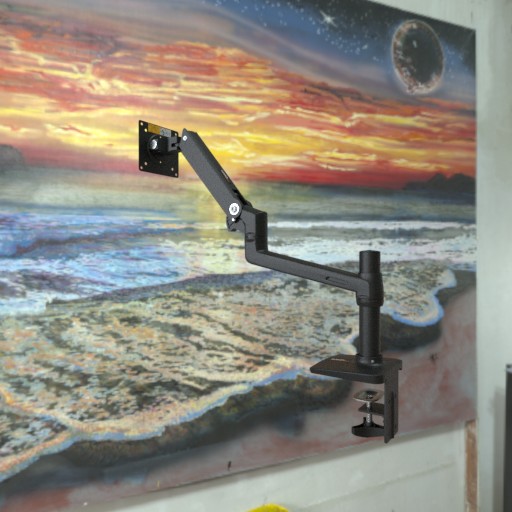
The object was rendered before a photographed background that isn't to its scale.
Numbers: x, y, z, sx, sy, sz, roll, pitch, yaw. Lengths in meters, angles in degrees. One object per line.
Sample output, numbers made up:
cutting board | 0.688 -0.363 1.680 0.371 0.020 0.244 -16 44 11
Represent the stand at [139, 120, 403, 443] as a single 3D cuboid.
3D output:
stand | 0.000 0.000 1.041 0.650 0.713 0.152 0 1 34
